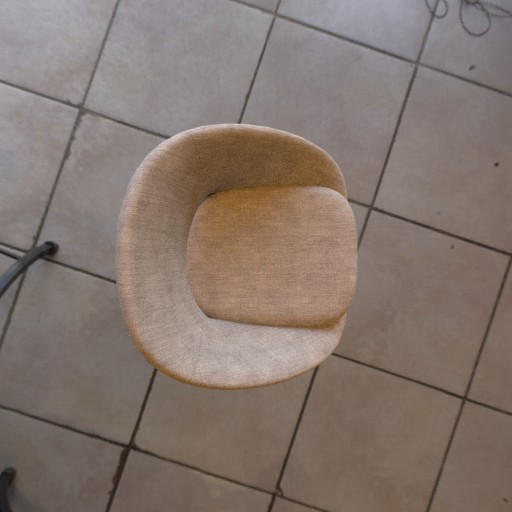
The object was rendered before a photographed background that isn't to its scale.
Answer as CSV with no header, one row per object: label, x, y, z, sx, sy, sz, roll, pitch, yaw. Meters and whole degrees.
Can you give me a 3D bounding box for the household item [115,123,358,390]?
household item,0.000,0.000,1.302,0.587,0.869,0.643,0,91,-1
